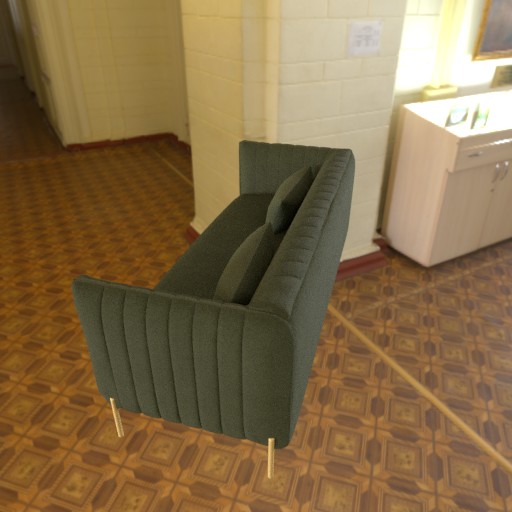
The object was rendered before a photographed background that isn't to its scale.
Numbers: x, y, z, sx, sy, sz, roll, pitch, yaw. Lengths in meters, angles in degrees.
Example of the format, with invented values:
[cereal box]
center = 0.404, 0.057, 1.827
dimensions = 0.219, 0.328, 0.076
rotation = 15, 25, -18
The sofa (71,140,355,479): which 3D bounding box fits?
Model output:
[sofa]
center = 0.000, 0.000, 2.566
dimensions = 0.896, 0.793, 2.137
rotation = 8, 31, 14
